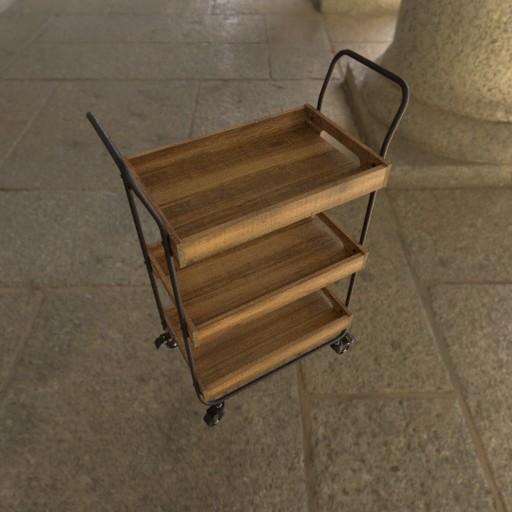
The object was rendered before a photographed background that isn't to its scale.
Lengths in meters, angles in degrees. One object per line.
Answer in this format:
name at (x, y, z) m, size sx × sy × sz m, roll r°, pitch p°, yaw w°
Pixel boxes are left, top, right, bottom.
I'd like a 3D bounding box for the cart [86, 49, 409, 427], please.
cart at (0.000, 0.000, 1.131) m, size 0.583 × 0.857 × 0.339 m, roll -22°, pitch 50°, yaw -20°
